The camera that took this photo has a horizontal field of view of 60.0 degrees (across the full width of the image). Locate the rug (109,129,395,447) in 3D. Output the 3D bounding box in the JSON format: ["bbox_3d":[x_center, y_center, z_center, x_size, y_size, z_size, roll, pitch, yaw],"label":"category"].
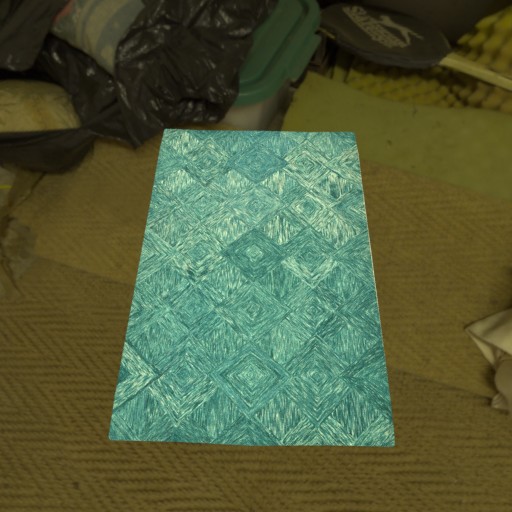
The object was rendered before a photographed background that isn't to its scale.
[{"bbox_3d":[0.000,0.000,2.178,1.136,0.017,1.728,1,59,1],"label":"rug"}]
